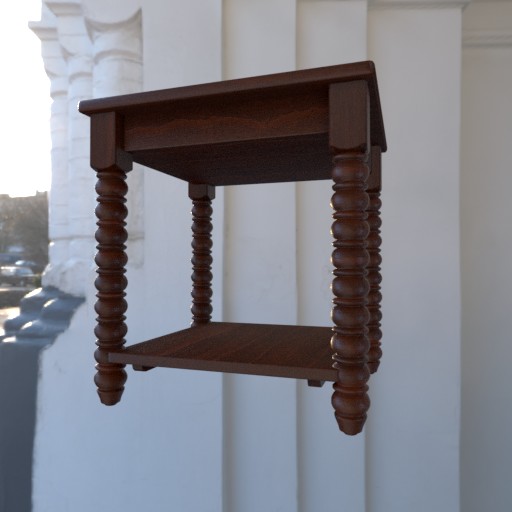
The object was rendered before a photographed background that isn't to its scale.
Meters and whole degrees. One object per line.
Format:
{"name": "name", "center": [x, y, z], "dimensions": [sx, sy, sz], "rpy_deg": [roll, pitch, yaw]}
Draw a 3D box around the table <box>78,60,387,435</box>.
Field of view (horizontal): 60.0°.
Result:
{"name": "table", "center": [0.000, 0.000, 0.964], "dimensions": [0.533, 0.567, 0.500], "rpy_deg": [0, -1, 19]}
